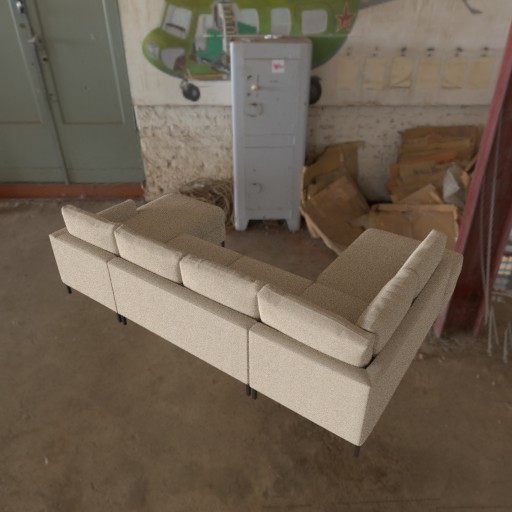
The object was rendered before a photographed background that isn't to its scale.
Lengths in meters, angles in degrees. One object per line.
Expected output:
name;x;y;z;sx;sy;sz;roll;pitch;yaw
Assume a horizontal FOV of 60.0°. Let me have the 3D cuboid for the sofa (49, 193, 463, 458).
sofa;0.000;0.000;3.827;2.984;0.862;1.989;21;37;29
